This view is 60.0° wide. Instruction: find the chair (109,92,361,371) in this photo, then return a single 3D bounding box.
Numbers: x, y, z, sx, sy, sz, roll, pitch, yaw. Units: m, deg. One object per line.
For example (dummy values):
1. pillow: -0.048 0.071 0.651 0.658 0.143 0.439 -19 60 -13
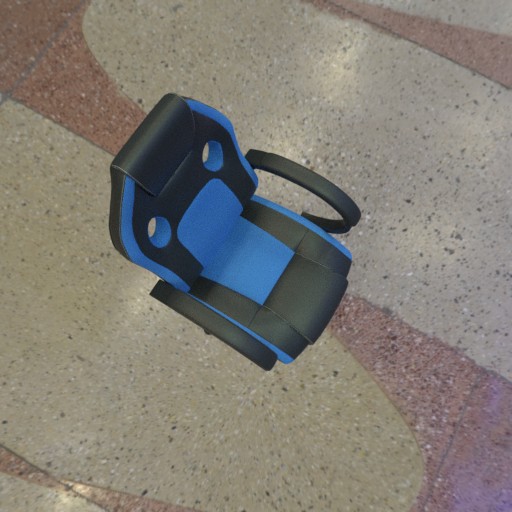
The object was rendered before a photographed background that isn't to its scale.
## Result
1. chair: 0.000 0.000 1.645 0.724 1.187 0.673 31 76 8
